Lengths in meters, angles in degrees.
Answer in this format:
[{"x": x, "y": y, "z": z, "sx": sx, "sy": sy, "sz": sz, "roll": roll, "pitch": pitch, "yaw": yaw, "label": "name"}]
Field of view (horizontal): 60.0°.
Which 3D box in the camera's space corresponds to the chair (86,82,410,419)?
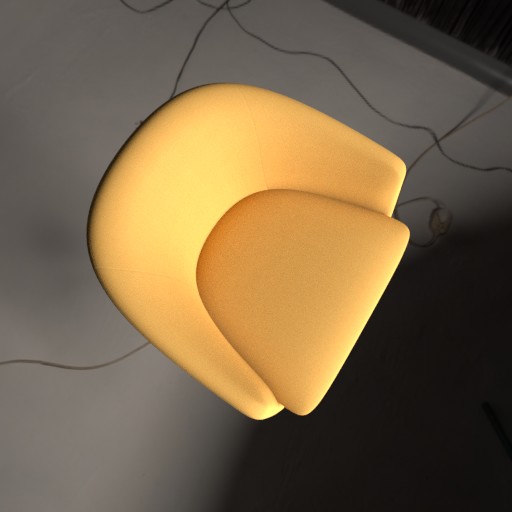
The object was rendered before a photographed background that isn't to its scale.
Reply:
[{"x": 0.000, "y": 0.000, "z": 1.349, "sx": 0.767, "sy": 0.698, "sz": 0.773, "roll": 31, "pitch": 77, "yaw": 8, "label": "chair"}]
